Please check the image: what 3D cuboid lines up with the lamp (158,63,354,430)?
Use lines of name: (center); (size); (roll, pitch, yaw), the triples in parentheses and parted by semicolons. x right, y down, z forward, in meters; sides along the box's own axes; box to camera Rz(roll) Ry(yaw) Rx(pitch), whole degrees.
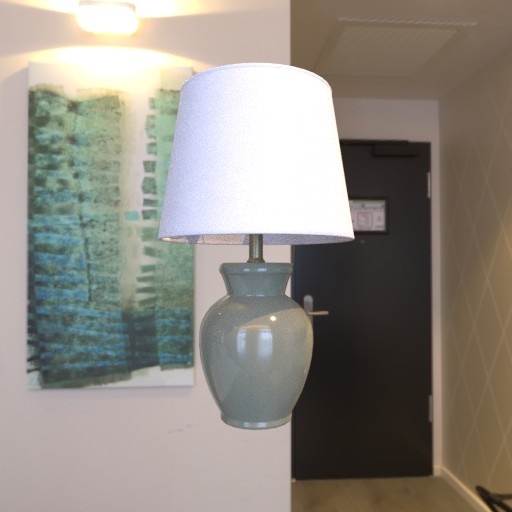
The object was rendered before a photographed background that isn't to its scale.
lamp: (0.000, 0.000, 0.552); (0.239, 0.399, 0.239); (0, -1, 0)
